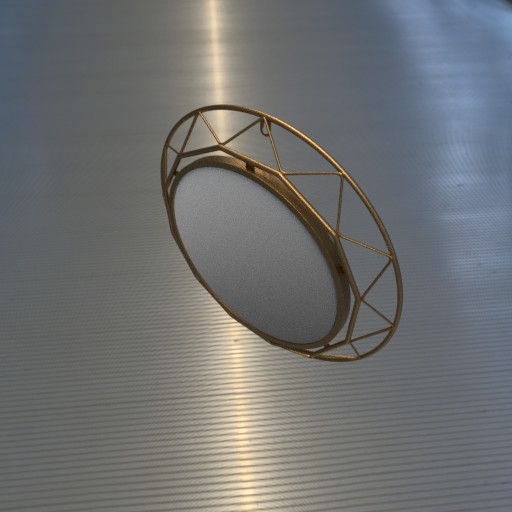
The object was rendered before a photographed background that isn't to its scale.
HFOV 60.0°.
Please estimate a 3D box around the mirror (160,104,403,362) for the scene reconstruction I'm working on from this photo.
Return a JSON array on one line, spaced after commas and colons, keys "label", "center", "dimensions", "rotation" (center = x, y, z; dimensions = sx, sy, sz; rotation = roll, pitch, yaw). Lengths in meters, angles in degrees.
[{"label": "mirror", "center": [0.000, 0.000, 0.676], "dimensions": [0.454, 0.454, 0.043], "rotation": [30, 53, 26]}]
